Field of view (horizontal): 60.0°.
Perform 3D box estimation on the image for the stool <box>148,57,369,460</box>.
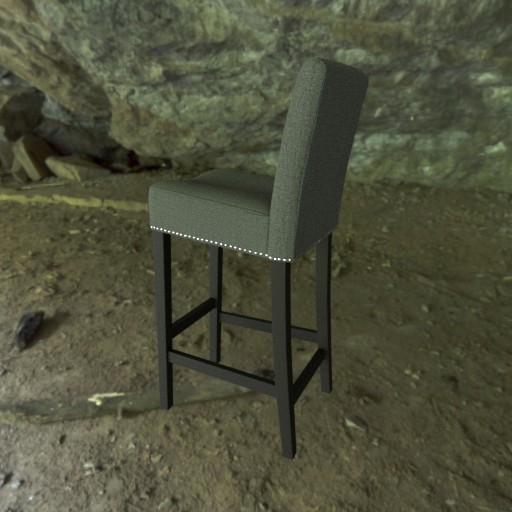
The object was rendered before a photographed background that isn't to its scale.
[{"bbox_3d":[0.000,0.000,1.338,0.548,1.047,0.411,9,20,25],"label":"stool"}]
